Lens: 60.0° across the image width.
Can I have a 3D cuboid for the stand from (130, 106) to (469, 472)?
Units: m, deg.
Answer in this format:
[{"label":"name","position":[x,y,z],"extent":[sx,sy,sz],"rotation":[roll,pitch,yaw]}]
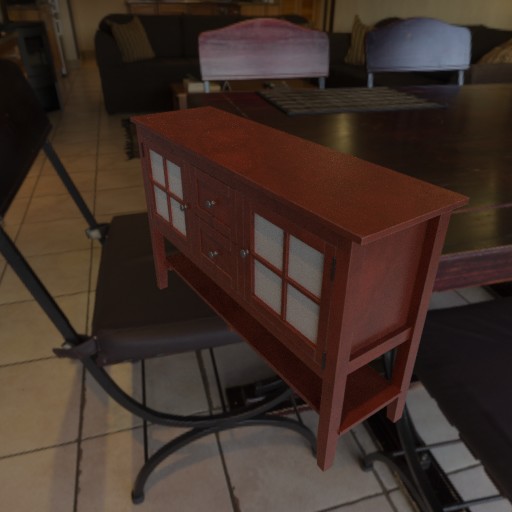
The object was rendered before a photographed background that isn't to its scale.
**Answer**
[{"label":"stand","position":[0.000,0.000,1.755],"extent":[0.410,0.872,1.362],"rotation":[-19,35,-29]}]
